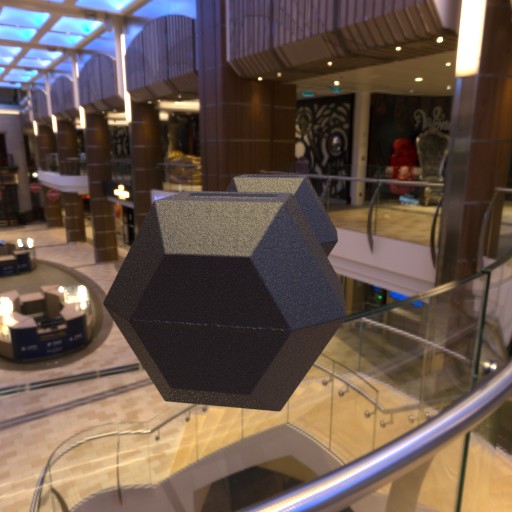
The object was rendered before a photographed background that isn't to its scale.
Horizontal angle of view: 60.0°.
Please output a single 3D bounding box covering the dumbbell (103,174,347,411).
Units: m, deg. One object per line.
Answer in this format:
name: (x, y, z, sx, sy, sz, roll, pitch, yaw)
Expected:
dumbbell: (0.000, 0.000, 0.462, 0.173, 0.150, 0.384, 2, 14, 9)
